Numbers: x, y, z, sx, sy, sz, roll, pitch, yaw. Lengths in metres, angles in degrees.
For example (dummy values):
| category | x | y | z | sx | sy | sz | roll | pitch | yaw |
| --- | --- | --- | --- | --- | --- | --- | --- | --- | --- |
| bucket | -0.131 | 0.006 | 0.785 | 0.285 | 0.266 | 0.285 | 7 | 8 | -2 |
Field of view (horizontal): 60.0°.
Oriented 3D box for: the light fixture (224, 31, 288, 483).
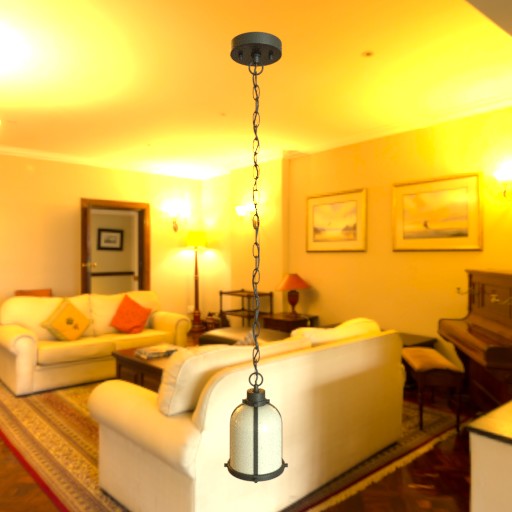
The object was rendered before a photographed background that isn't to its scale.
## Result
| category | x | y | z | sx | sy | sz | roll | pitch | yaw |
| --- | --- | --- | --- | --- | --- | --- | --- | --- | --- |
| light fixture | 0.000 | 0.000 | 1.238 | 0.178 | 1.181 | 0.178 | 0 | 0 | 0 |
